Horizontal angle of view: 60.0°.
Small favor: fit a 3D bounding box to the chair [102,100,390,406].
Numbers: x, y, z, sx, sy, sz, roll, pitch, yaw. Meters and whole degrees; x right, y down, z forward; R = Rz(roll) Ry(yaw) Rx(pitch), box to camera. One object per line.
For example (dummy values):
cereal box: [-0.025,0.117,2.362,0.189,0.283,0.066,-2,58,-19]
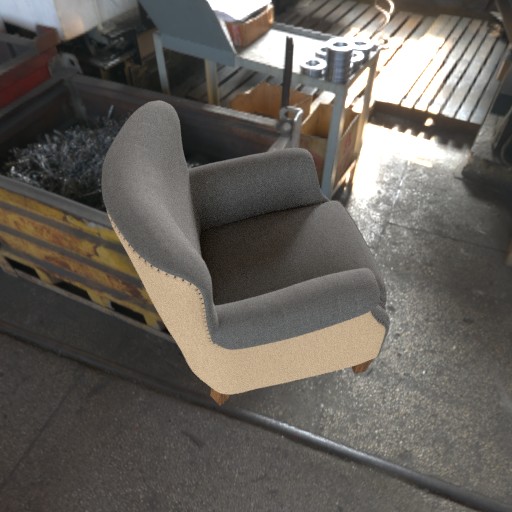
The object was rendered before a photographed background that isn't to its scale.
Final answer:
chair: [0.000,0.000,1.676,0.921,0.936,0.861,-9,49,-8]
